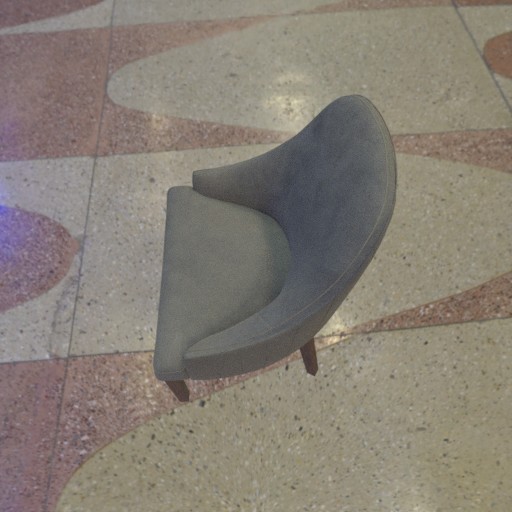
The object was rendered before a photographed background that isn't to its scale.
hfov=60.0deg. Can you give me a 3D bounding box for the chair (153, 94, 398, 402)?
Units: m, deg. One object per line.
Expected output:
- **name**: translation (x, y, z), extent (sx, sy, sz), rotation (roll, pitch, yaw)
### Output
- **chair**: translation (0.000, 0.000, 1.282), extent (0.575, 0.889, 0.643), rotation (-2, 59, -1)
